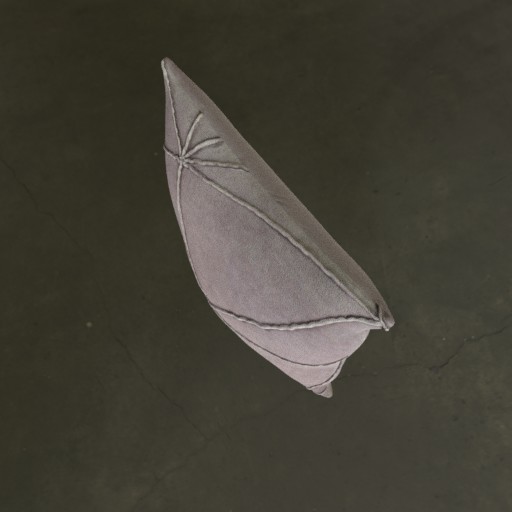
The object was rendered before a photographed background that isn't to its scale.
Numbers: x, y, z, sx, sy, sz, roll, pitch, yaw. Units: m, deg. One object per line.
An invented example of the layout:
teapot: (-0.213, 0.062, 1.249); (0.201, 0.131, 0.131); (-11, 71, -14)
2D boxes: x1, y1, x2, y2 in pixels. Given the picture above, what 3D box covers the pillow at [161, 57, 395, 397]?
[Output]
pillow: (0.000, 0.000, 0.679); (0.185, 0.440, 0.439); (-32, 68, -15)
